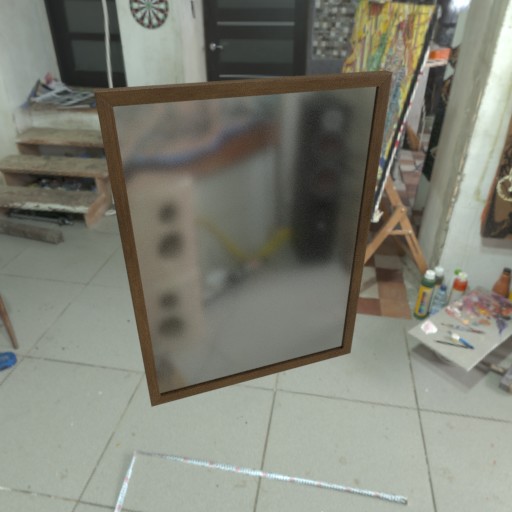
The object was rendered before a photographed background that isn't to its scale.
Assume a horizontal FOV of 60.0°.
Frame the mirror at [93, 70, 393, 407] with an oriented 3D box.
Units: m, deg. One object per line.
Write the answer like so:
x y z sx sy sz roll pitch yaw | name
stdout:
0.000 0.000 1.355 0.762 1.016 0.040 -11 33 -17 | mirror
